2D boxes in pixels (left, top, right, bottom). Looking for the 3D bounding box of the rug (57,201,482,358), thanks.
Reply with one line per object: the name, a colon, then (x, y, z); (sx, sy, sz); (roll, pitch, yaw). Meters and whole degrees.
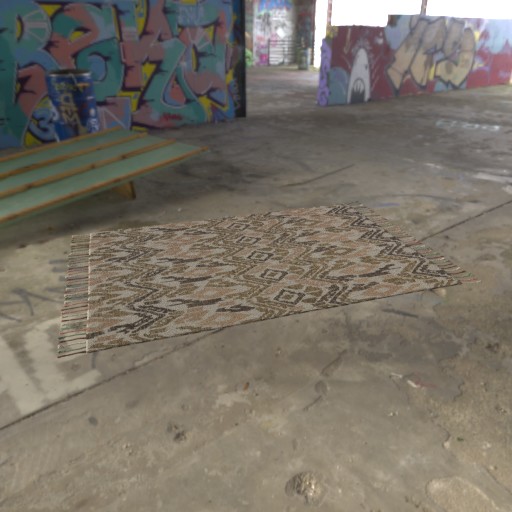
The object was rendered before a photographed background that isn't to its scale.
rug: (0.000, 0.000, 3.016); (2.438, 0.008, 1.524); (-8, 28, -16)
